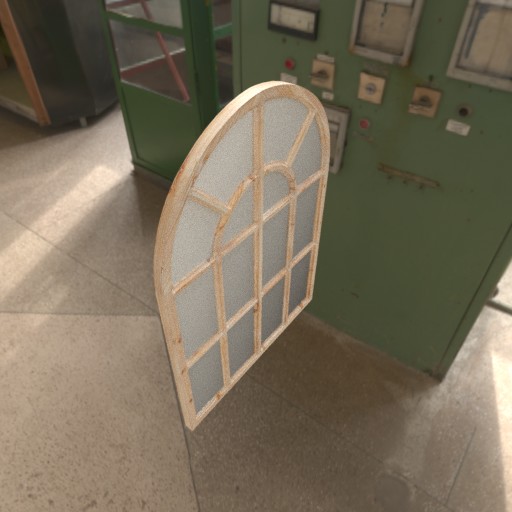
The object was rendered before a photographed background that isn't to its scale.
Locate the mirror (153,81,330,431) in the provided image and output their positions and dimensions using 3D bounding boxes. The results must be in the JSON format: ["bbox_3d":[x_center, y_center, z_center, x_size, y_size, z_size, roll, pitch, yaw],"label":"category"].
[{"bbox_3d":[0.000,0.000,1.206,0.032,0.920,0.660,28,50,27],"label":"mirror"}]
